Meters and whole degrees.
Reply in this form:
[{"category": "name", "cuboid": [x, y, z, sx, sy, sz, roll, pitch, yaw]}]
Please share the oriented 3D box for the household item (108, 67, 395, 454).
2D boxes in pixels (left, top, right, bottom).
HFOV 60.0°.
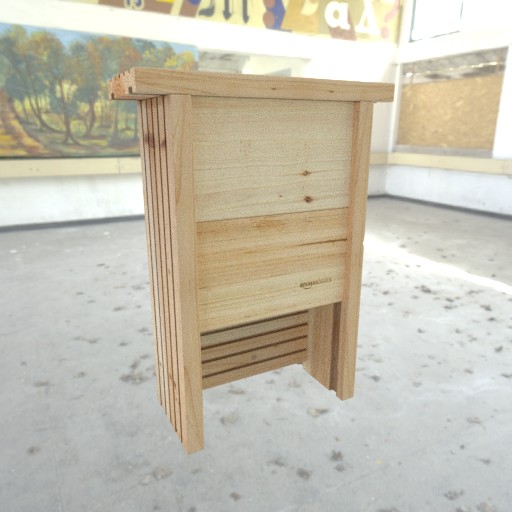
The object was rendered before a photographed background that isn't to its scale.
[{"category": "household item", "cuboid": [0.000, 0.000, 0.553, 0.301, 0.407, 0.123, -8, 18, -27]}]
